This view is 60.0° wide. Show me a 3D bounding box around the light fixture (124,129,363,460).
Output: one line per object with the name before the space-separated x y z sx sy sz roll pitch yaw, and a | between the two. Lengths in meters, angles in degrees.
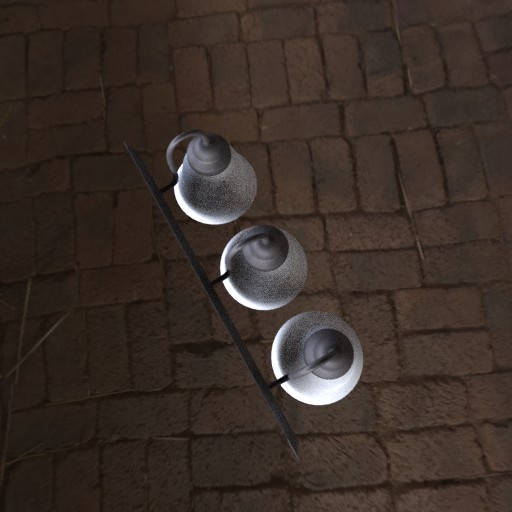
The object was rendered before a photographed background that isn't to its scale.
light fixture | 0.000 0.000 0.731 0.199 0.222 0.610 -29 77 -7
